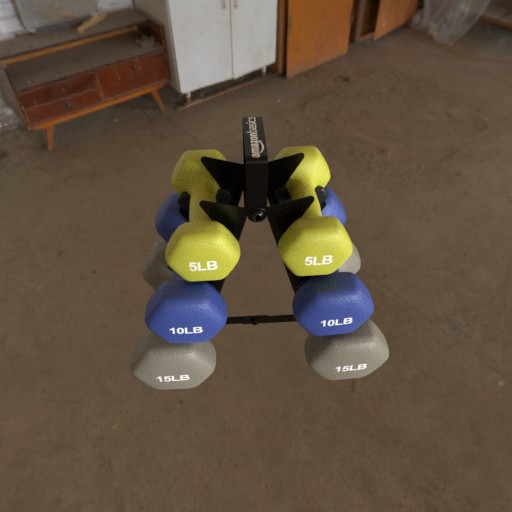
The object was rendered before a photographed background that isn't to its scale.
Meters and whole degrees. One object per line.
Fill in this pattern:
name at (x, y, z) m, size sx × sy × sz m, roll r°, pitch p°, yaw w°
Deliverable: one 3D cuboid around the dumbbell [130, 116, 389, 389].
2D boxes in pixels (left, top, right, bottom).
dumbbell at (0.000, 0.000, 0.684) m, size 0.416 × 0.426 × 0.261 m, roll -3°, pitch 48°, yaw -2°
